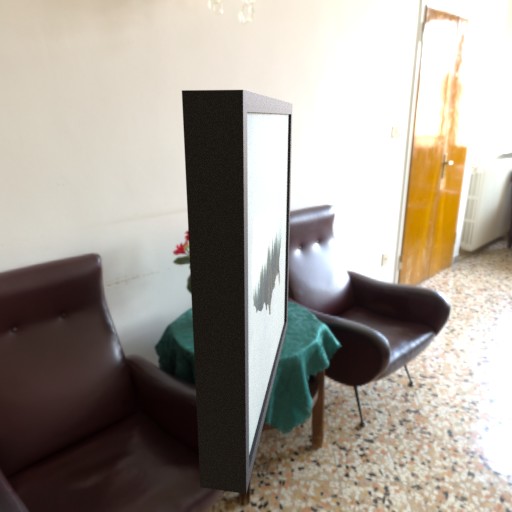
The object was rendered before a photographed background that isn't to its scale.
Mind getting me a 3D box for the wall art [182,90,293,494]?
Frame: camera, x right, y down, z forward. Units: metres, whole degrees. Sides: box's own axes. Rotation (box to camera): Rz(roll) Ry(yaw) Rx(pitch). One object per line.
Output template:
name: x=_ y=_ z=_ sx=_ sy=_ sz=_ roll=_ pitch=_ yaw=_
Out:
wall art: x=0.000 y=0.000 z=0.456 sx=0.038 sy=0.304 sz=0.304 roll=3 pitch=18 yaw=10
